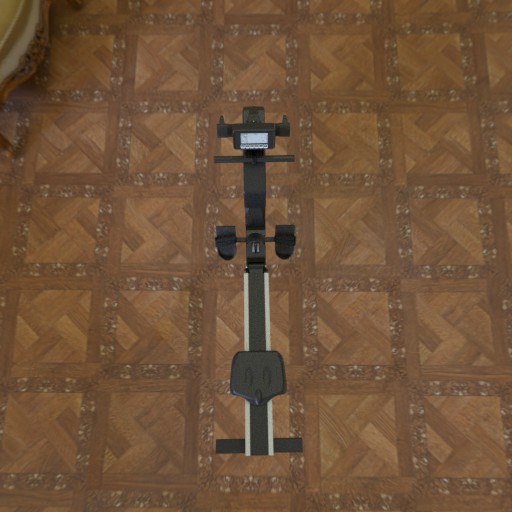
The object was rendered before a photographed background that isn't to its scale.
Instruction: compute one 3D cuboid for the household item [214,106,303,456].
[{"bbox_3d":[0.000,0.000,2.570,0.521,0.810,2.251,-1,76,0],"label":"household item"}]
